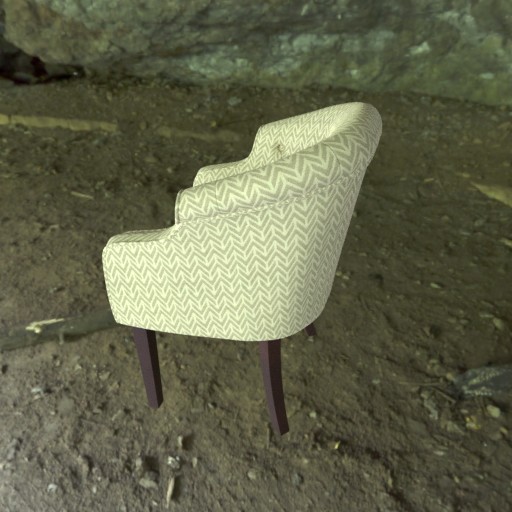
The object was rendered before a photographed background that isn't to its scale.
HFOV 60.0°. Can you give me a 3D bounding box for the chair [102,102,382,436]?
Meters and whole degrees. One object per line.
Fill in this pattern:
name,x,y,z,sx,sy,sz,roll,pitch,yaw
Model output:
chair,0.000,0.000,1.296,0.613,0.858,0.686,8,30,15
